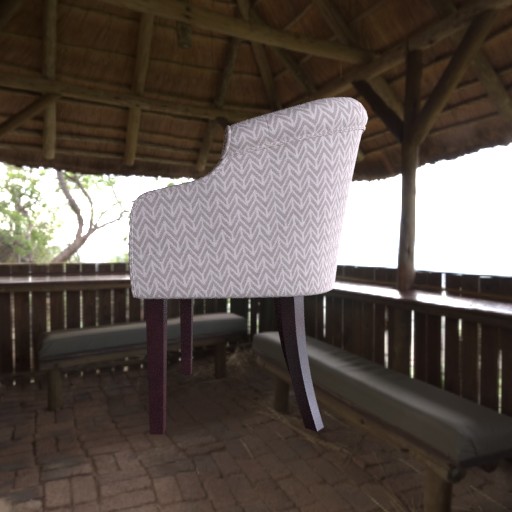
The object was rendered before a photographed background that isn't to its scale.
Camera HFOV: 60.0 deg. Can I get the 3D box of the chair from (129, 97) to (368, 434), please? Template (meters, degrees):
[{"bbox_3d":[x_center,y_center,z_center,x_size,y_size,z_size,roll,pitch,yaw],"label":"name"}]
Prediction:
[{"bbox_3d":[0.000,0.000,1.333,0.613,0.858,0.686,0,2,-1],"label":"chair"}]
